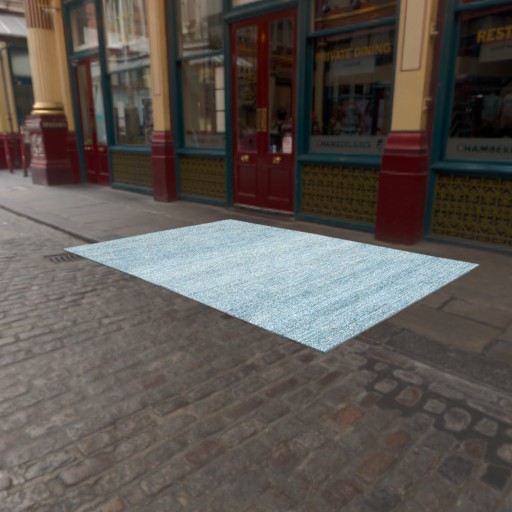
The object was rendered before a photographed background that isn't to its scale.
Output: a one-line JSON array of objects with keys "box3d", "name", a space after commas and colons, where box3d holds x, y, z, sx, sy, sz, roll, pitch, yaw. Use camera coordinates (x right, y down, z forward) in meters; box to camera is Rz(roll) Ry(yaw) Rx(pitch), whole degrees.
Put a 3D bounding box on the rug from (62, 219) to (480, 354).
[{"box3d": [0.000, 0.000, 2.910, 2.260, 0.026, 1.611, 14, 20, 42], "name": "rug"}]
